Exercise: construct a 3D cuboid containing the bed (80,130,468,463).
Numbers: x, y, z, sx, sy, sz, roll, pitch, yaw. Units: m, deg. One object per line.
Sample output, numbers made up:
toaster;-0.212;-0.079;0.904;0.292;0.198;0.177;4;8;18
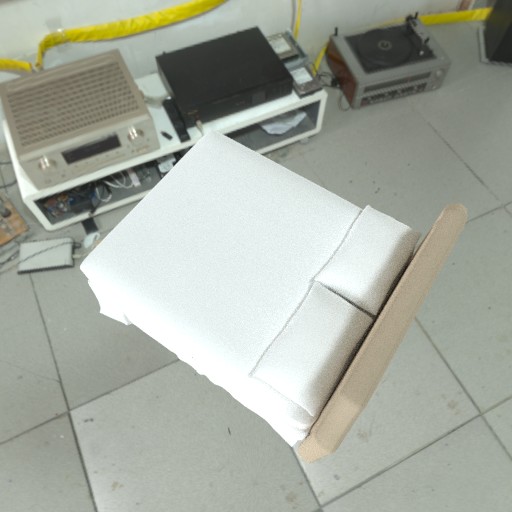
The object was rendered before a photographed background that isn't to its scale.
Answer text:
bed;0.000;0.000;3.262;2.204;1.301;1.828;31;67;15
